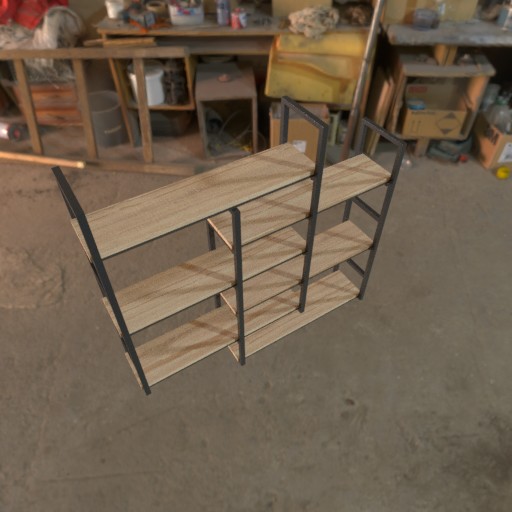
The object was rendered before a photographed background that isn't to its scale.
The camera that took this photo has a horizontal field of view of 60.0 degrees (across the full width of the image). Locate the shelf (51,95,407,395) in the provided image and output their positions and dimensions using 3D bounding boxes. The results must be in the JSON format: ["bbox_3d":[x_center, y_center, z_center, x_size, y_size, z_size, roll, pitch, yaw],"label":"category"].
[{"bbox_3d":[0.000,0.000,1.415,0.946,0.921,0.183,-25,51,-21],"label":"shelf"}]
